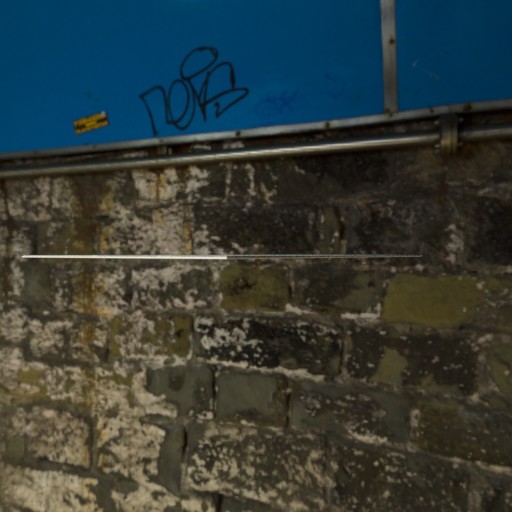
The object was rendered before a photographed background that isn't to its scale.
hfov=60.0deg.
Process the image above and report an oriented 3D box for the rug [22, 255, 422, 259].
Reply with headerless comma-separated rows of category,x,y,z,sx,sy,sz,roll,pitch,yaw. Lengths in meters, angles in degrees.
rug,0.000,0.000,3.053,1.536,0.012,2.431,0,0,37
